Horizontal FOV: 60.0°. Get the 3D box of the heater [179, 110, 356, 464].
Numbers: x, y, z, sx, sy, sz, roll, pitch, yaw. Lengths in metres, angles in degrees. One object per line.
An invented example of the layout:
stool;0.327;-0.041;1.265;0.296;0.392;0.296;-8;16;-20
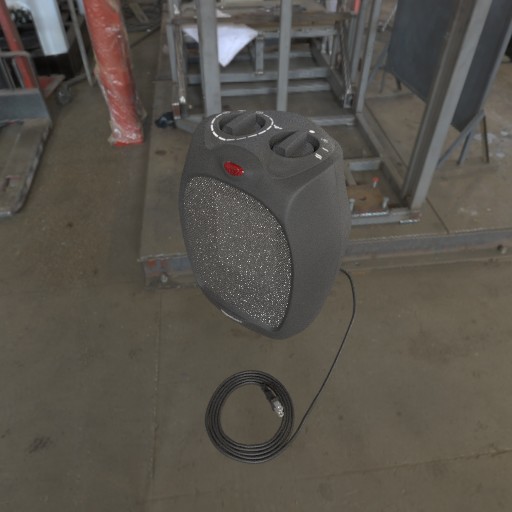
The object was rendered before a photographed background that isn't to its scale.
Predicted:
heater;0.000;0.000;0.466;0.239;0.240;0.291;29;51;26
